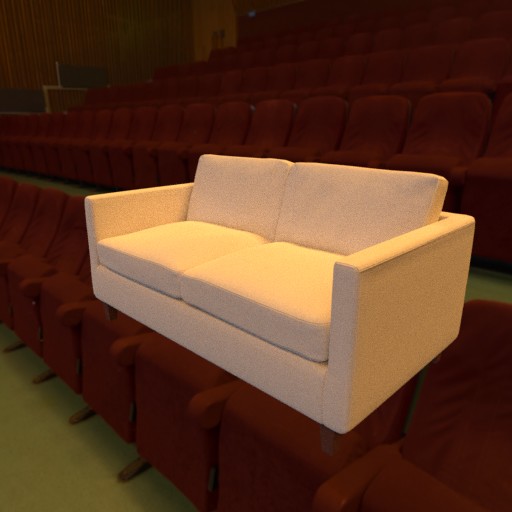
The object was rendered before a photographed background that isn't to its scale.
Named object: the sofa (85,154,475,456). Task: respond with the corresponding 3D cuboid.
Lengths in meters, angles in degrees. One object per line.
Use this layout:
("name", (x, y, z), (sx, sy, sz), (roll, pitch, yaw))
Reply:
("sofa", (0.000, 0.000, 2.173), (1.702, 0.888, 0.964), (16, 23, 42))
